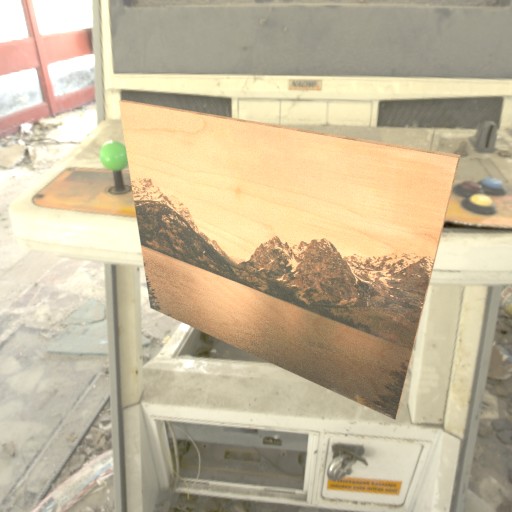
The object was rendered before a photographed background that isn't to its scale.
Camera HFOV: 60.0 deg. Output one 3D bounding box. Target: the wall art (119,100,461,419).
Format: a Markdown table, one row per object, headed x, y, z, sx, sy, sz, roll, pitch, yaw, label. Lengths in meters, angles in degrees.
| x | y | z | sx | sy | sz | roll | pitch | yaw | label |
| --- | --- | --- | --- | --- | --- | --- | --- | --- | --- |
| 0.000 | 0.000 | 0.687 | 0.508 | 0.408 | 0.010 | 18 | 35 | 28 | wall art |
